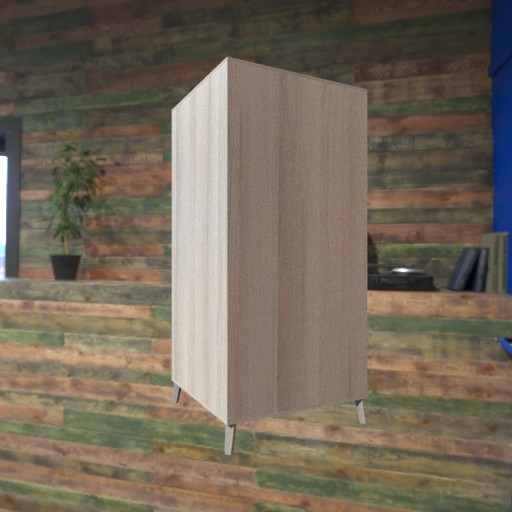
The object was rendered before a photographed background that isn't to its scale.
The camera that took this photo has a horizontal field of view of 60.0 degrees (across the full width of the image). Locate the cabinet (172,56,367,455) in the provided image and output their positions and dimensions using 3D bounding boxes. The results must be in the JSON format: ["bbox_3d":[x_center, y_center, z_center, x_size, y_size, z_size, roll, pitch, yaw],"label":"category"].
[{"bbox_3d":[0.000,0.000,2.639,1.272,1.957,0.969,0,0,17],"label":"cabinet"}]
